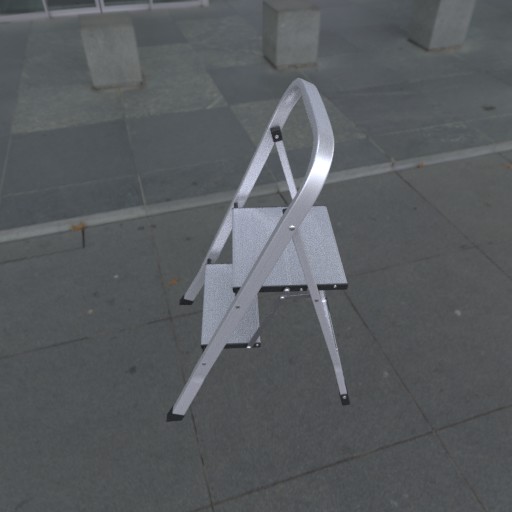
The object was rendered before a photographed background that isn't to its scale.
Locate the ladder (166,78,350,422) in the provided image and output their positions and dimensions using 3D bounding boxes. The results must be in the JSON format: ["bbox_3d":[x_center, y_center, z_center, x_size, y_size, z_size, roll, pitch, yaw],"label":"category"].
[{"bbox_3d":[0.000,0.000,1.159,0.530,0.830,0.465,-2,42,-2],"label":"ladder"}]
